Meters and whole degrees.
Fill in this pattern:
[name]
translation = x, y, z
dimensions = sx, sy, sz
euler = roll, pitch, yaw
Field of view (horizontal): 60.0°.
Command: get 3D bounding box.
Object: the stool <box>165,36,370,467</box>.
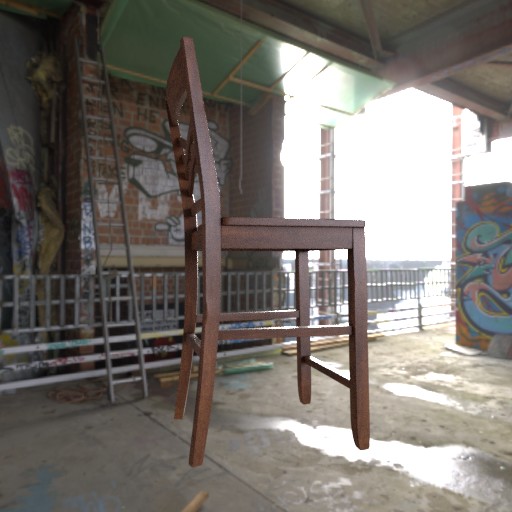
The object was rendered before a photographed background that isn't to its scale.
[stool]
translation = 0.000, 0.000, 1.374
dimensions = 0.539, 1.079, 0.462
euler = 0, -1, -17
